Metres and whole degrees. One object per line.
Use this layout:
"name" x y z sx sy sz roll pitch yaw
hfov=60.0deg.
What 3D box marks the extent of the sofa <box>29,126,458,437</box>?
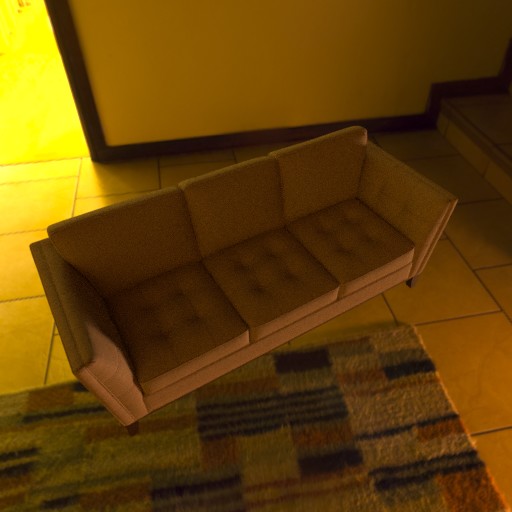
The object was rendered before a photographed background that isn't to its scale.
"sofa" 0.000 0.000 2.819 2.388 0.940 0.965 -23 49 -22
